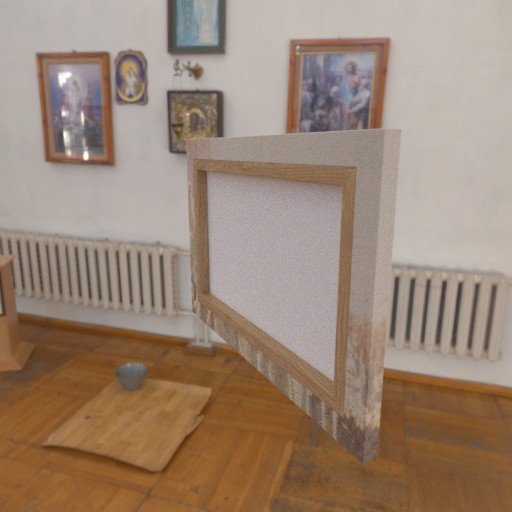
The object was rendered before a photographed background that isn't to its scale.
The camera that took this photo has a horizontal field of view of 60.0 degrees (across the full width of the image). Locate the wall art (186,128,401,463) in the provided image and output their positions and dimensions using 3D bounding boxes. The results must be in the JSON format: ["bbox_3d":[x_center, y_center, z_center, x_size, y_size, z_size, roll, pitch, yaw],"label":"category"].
[{"bbox_3d":[0.000,0.000,1.164,0.040,0.608,0.916,-7,15,-27],"label":"wall art"}]
